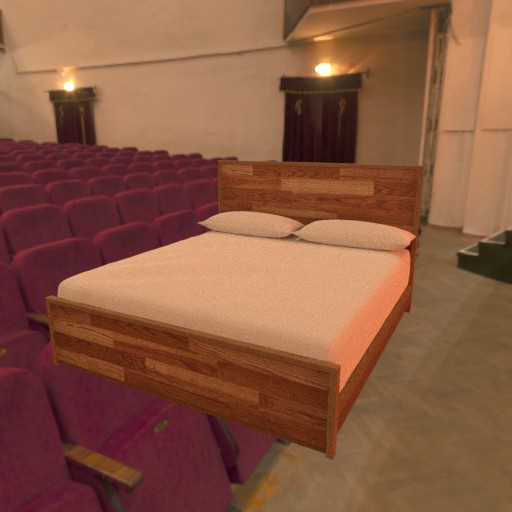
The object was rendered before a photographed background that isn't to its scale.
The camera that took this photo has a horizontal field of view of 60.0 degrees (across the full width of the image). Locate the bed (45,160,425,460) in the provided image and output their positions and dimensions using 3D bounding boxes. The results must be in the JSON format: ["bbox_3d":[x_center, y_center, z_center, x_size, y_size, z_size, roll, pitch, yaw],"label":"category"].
[{"bbox_3d":[0.000,0.000,3.379,2.013,1.295,2.184,8,17,27],"label":"bed"}]
